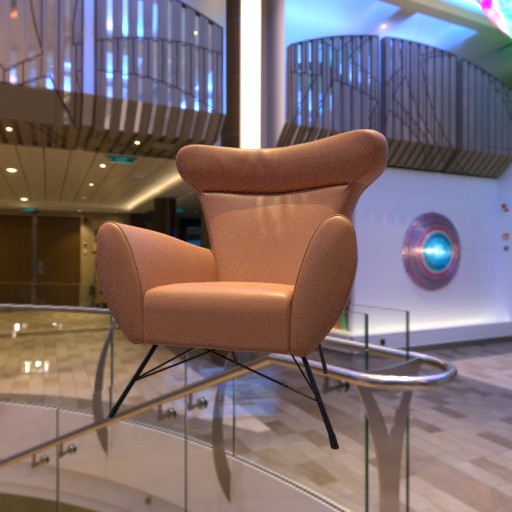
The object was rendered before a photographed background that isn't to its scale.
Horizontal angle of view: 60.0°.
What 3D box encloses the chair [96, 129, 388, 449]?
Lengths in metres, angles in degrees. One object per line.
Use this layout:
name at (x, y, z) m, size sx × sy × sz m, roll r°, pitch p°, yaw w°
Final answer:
chair at (0.000, 0.000, 1.749) m, size 0.980 × 1.050 × 0.900 m, roll 0°, pitch 0°, yaw 19°
